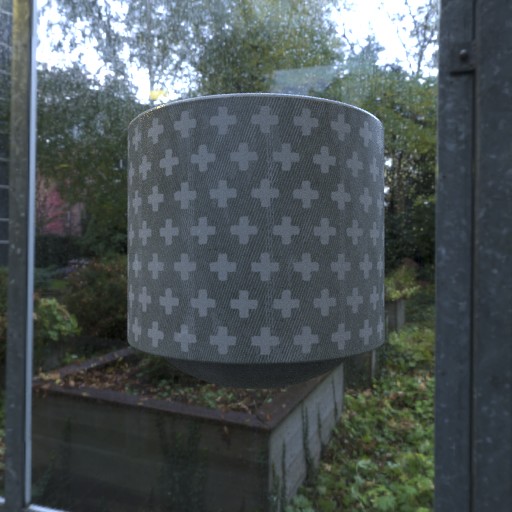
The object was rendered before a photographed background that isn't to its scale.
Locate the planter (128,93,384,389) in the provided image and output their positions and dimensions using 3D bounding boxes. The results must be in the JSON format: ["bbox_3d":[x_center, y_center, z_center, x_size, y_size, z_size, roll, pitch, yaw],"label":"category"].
[{"bbox_3d":[0.000,0.000,0.450,0.250,0.239,0.250,0,0,0],"label":"planter"}]
